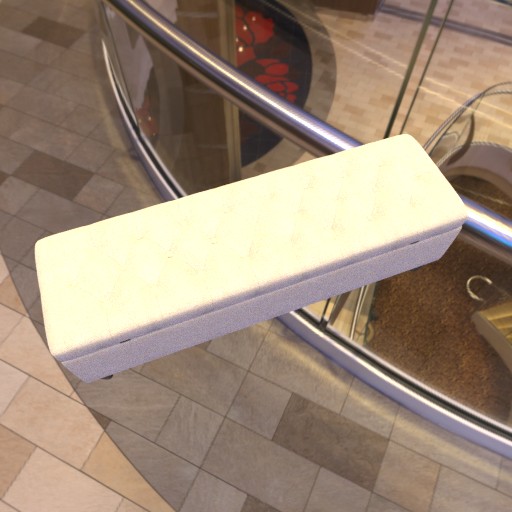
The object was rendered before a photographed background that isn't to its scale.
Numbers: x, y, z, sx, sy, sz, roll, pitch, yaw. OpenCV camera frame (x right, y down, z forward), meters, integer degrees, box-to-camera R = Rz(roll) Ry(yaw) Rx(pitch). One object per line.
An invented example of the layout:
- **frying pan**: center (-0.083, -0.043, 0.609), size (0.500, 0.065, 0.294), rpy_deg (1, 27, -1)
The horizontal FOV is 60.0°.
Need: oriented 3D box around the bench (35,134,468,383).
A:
- **bench**: center (0.000, 0.000, 1.724), size (1.480, 0.467, 0.455), rpy_deg (-18, 61, -10)
